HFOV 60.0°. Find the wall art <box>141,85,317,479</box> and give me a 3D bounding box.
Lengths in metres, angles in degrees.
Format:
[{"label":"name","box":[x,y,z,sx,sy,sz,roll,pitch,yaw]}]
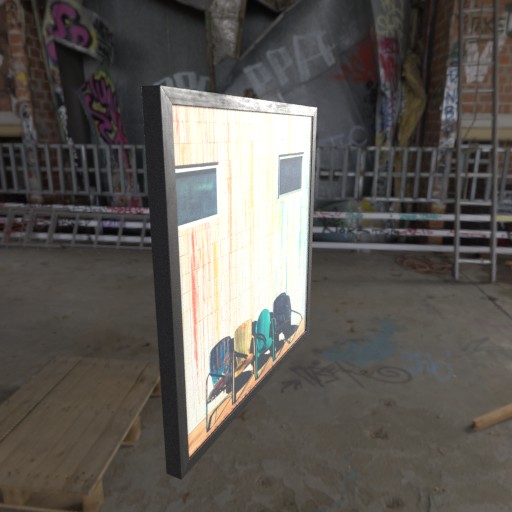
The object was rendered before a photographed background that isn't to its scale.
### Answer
[{"label":"wall art","box":[0.000,0.000,1.147,0.039,0.763,0.763,8,17,26]}]
